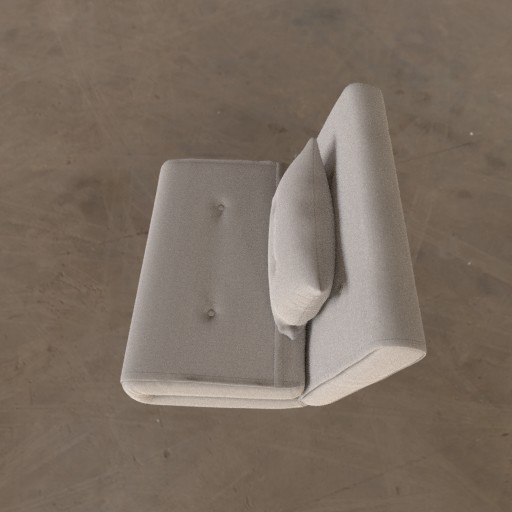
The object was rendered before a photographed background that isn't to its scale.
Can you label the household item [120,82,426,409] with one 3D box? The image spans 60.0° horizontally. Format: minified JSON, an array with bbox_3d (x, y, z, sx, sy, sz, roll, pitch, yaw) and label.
[{"bbox_3d":[0.000,0.000,1.644,0.874,0.800,1.000,2,59,1],"label":"household item"}]
